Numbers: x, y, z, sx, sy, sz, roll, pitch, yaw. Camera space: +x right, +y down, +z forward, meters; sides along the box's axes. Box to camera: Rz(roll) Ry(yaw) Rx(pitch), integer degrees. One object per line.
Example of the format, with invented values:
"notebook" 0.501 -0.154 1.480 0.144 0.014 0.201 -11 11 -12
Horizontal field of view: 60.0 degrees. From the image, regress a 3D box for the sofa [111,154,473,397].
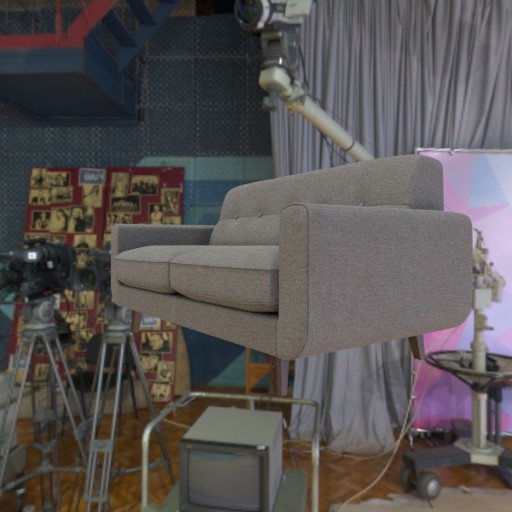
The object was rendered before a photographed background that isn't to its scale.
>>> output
"sofa" 0.000 0.000 2.106 0.909 0.841 1.631 -1 2 -36
